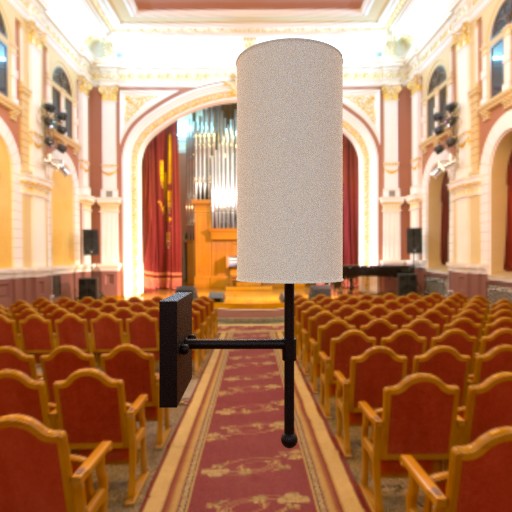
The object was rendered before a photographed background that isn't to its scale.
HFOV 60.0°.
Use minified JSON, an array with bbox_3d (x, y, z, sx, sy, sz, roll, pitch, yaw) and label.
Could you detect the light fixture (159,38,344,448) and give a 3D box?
[{"bbox_3d":[0.000,0.000,0.533,0.208,0.462,0.128,0,0,0],"label":"light fixture"}]
